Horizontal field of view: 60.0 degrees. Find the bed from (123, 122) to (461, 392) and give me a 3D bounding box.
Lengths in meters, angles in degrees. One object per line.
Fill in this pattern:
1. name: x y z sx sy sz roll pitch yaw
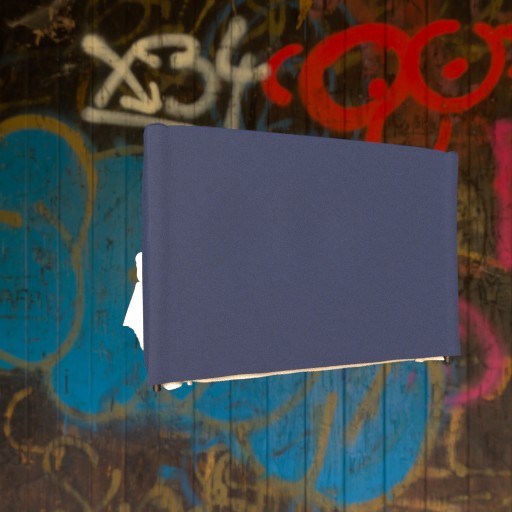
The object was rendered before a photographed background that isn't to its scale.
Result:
1. bed: 0.000 0.000 3.505 1.925 1.332 2.276 0 0 -19
